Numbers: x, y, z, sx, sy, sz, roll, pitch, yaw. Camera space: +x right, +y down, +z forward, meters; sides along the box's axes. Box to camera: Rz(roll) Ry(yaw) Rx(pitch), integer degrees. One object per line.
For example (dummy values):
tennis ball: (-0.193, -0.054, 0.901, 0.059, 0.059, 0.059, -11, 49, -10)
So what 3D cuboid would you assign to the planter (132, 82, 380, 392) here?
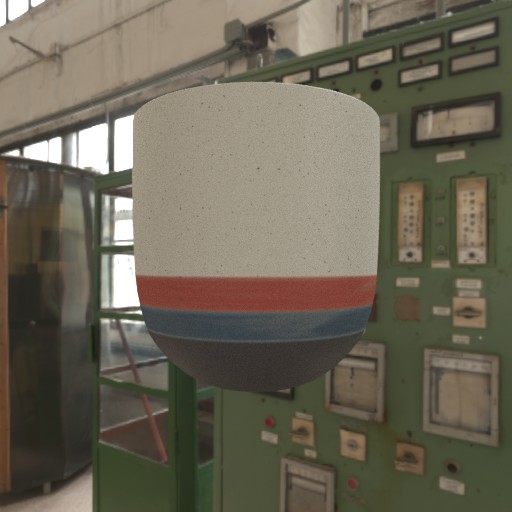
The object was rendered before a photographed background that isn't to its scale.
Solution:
planter: (0.000, 0.000, 0.376, 0.204, 0.214, 0.204, 0, -1, 0)
